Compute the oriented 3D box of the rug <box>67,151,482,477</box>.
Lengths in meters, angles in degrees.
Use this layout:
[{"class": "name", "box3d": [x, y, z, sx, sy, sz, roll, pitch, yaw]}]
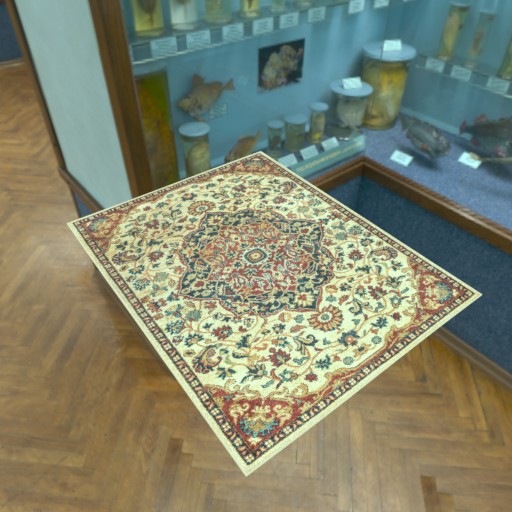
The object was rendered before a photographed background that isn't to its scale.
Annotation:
[{"class": "rug", "box3d": [0.000, 0.000, 4.082, 2.454, 0.005, 3.067, -27, 48, -27]}]
